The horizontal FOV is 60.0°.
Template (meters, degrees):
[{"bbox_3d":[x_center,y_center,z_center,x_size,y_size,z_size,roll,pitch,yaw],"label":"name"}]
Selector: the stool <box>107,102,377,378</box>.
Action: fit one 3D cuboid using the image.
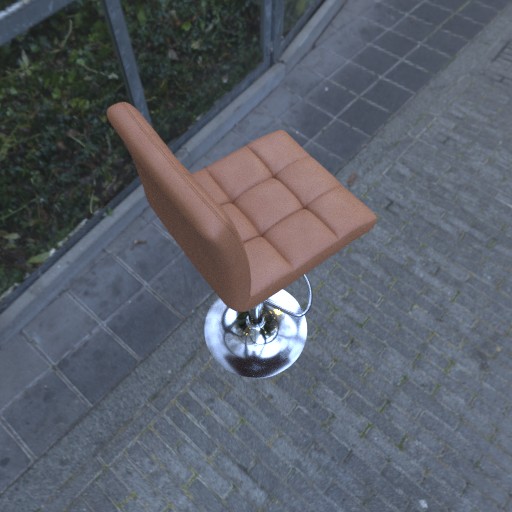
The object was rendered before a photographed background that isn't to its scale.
[{"bbox_3d":[0.000,0.000,1.368,0.505,1.115,0.430,-31,63,-18],"label":"stool"}]
